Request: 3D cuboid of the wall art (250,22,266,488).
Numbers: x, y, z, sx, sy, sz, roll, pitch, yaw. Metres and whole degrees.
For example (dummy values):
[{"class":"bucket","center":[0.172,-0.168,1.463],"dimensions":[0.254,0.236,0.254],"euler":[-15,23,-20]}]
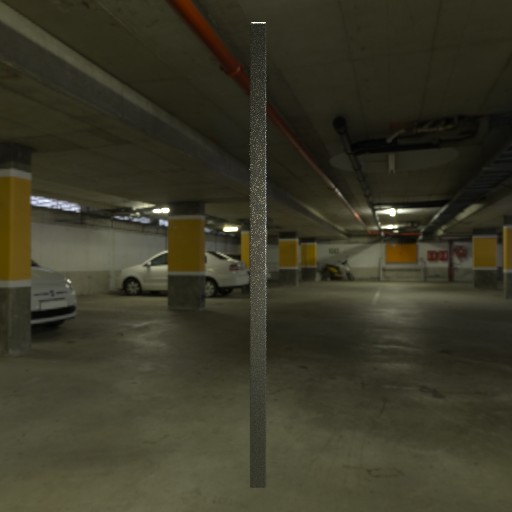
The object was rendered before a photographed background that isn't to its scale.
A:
[{"class":"wall art","center":[0.000,0.000,1.410],"dimensions":[0.037,1.062,0.801],"euler":[0,-1,-1]}]
